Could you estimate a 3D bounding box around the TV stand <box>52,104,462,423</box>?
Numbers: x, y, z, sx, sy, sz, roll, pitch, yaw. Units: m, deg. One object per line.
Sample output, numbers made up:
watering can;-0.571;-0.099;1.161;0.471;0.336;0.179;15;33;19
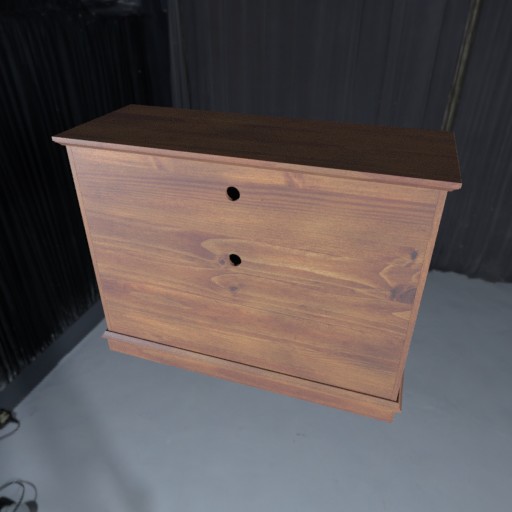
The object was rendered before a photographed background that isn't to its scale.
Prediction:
TV stand;0.000;0.000;1.471;1.067;0.813;0.406;10;33;16
